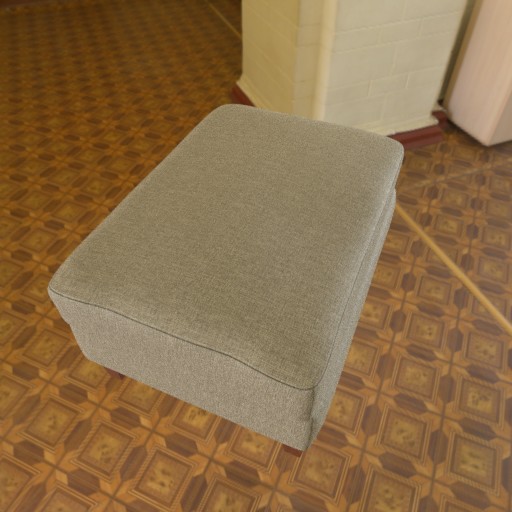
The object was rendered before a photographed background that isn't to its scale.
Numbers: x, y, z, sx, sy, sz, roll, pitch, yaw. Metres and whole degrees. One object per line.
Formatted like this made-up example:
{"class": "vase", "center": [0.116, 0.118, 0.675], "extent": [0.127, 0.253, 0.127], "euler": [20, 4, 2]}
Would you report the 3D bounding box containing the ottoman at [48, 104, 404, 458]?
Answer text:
{"class": "ottoman", "center": [0.000, 0.000, 1.248], "extent": [0.639, 0.494, 0.873], "euler": [17, 49, 16]}
